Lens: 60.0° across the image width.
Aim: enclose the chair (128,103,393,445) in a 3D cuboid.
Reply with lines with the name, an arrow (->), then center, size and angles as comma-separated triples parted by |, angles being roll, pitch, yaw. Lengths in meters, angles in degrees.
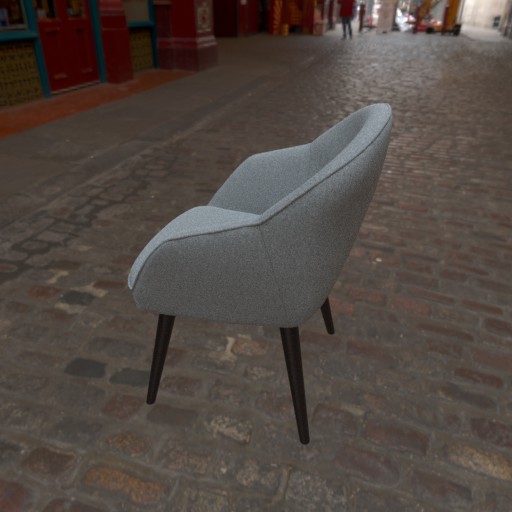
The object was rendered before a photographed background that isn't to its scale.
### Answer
chair -> 0.000, 0.000, 1.217 | 0.611, 0.810, 0.589 | 9, 31, 15
